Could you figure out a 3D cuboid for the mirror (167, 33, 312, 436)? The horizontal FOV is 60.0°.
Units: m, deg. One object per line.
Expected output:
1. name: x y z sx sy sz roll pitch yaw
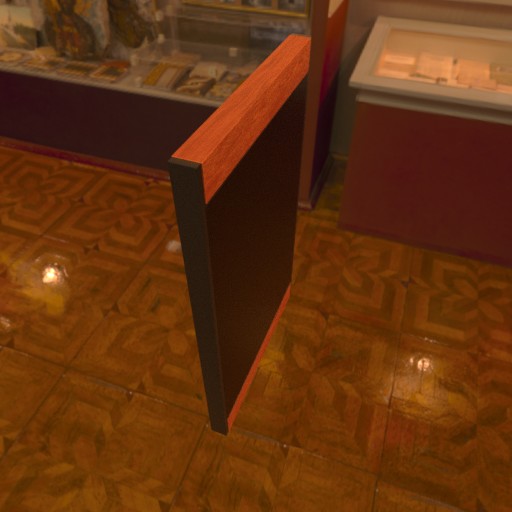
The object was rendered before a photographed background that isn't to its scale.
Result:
1. mirror: 0.000 0.000 1.044 0.047 0.823 0.525 16 47 15
